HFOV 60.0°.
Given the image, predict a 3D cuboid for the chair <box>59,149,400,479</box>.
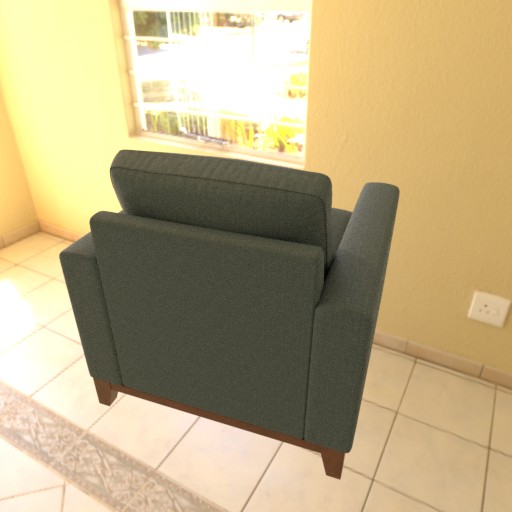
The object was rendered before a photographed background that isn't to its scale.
[{"bbox_3d":[0.000,0.000,1.821,1.024,1.010,1.038,10,32,17],"label":"chair"}]
